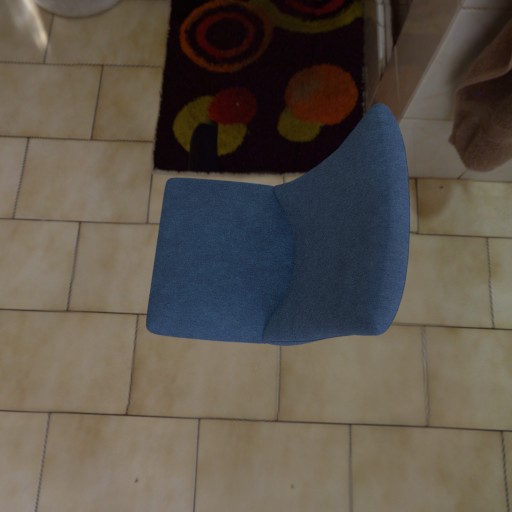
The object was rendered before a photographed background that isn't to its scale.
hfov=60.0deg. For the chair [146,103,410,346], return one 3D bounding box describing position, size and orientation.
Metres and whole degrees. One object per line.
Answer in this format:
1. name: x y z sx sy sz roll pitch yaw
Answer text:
1. chair: 0.000 0.000 1.287 0.609 0.902 0.495 5 76 1
